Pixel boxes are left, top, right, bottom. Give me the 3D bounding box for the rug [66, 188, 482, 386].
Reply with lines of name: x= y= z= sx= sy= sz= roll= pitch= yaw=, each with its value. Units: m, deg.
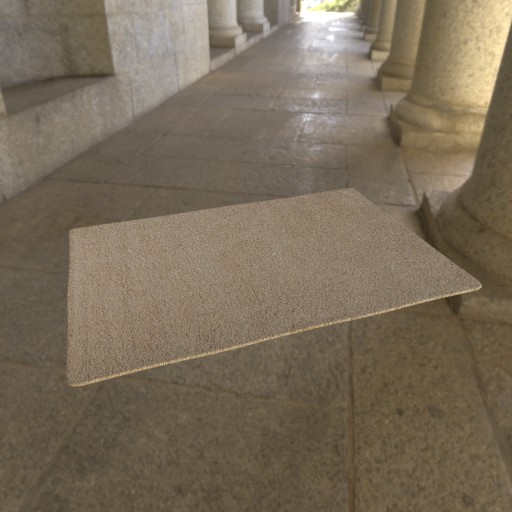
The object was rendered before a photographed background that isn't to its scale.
rug: x=0.000 y=0.000 z=3.379 sx=2.700 sy=0.024 sz=1.801 roll=-10 pitch=33 yaw=-16
